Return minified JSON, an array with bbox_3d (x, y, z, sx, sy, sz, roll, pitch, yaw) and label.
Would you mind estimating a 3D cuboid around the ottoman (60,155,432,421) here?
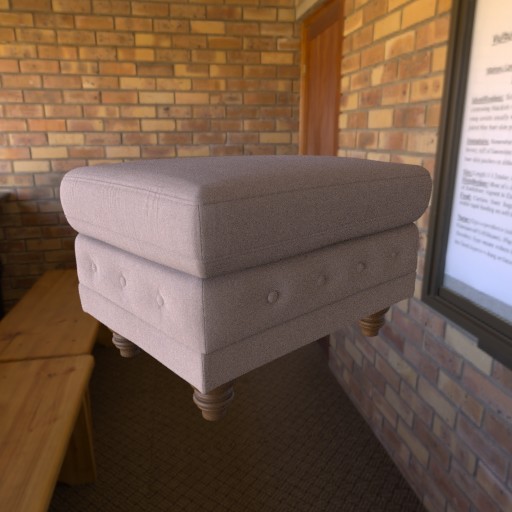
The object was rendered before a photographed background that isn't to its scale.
[{"bbox_3d":[0.000,0.000,1.143,0.771,0.500,0.569,-14,20,-41],"label":"ottoman"}]
